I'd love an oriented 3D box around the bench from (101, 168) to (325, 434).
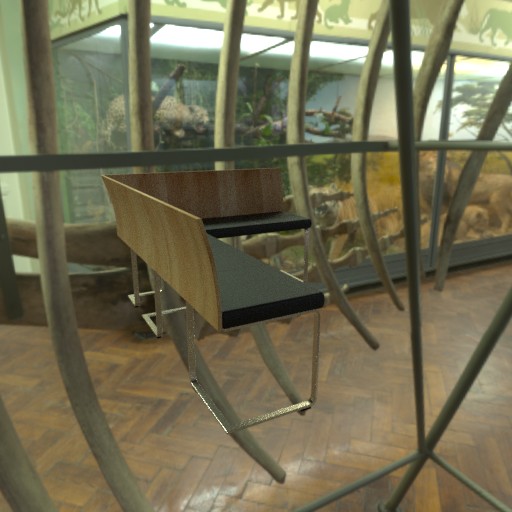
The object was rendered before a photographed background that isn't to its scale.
[{"bbox_3d":[0.000,0.000,2.823,1.495,0.930,1.945,-8,17,-27],"label":"bench"}]
